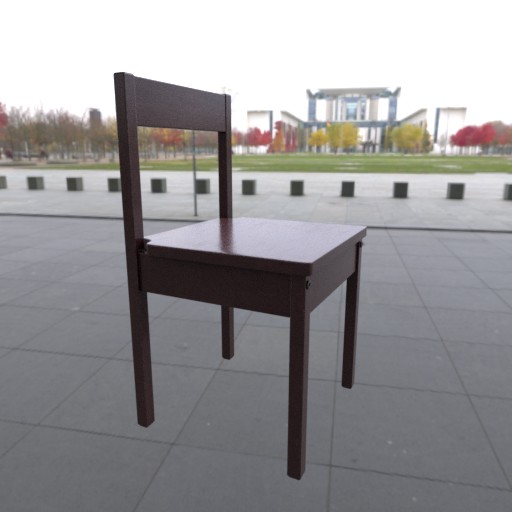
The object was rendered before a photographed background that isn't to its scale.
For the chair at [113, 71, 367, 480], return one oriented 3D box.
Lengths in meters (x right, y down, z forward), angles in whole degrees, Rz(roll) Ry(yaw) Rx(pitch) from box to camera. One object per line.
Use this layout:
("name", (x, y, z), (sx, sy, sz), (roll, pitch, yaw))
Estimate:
("chair", (0.000, 0.000, 0.894), (0.361, 0.668, 0.367), (7, 15, 26))
